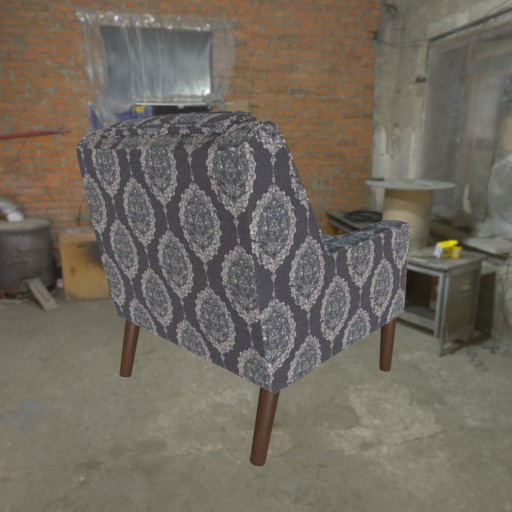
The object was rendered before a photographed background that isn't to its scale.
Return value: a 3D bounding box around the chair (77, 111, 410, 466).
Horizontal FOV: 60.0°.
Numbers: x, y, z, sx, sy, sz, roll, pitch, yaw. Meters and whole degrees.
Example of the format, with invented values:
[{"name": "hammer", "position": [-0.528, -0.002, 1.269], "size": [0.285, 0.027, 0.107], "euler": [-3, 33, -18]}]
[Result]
[{"name": "chair", "position": [0.000, 0.000, 1.328], "size": [0.663, 0.792, 0.743], "euler": [13, 19, 42]}]
